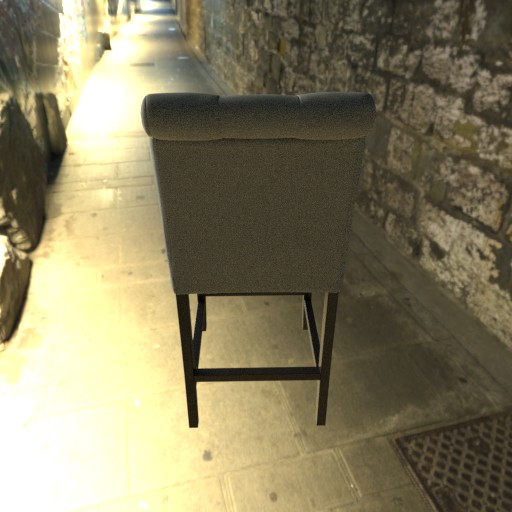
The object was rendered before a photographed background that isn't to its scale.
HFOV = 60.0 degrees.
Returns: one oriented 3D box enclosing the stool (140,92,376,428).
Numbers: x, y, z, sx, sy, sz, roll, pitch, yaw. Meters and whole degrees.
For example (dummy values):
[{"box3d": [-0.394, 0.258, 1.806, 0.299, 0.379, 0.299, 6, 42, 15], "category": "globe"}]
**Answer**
[{"box3d": [0.000, 0.000, 1.347, 0.493, 1.040, 0.601, -1, 31, -1], "category": "stool"}]
